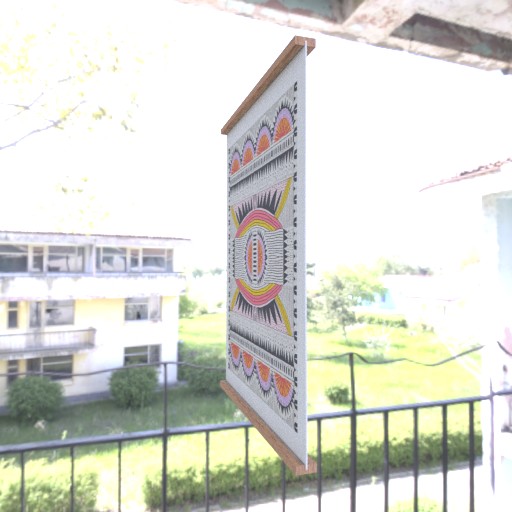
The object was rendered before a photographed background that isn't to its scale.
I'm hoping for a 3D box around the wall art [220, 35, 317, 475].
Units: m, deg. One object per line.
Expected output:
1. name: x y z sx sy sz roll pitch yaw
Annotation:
1. wall art: 0.000 0.000 0.725 0.028 0.527 0.403 0 -1 -18
